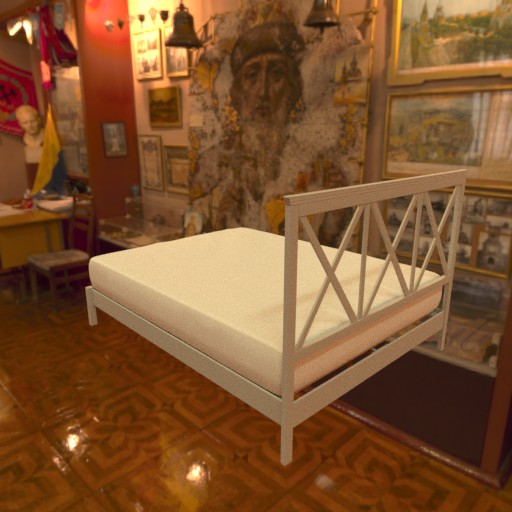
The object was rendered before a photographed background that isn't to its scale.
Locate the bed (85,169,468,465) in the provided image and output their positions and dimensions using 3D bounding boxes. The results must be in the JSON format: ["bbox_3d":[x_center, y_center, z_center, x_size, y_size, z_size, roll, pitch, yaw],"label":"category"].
[{"bbox_3d":[0.000,0.000,3.167,1.673,1.253,2.135,-15,22,-41],"label":"bed"}]
